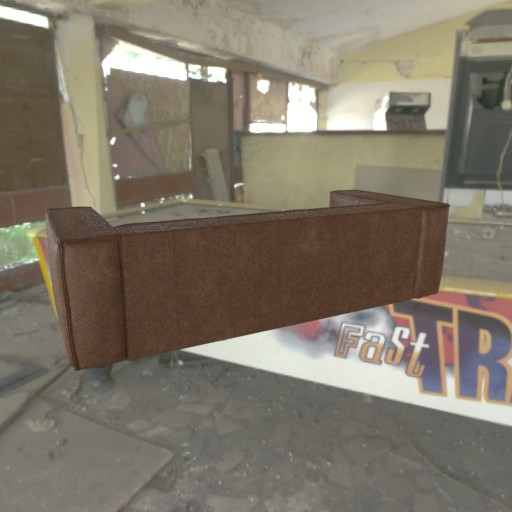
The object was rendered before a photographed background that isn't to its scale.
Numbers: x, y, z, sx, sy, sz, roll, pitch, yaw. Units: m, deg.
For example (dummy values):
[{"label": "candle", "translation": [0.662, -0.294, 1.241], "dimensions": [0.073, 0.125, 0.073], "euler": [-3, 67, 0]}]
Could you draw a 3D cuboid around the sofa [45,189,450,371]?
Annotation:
[{"label": "sofa", "translation": [0.000, 0.000, 3.063], "dimensions": [2.581, 0.701, 1.102], "euler": [-7, 16, -26]}]
